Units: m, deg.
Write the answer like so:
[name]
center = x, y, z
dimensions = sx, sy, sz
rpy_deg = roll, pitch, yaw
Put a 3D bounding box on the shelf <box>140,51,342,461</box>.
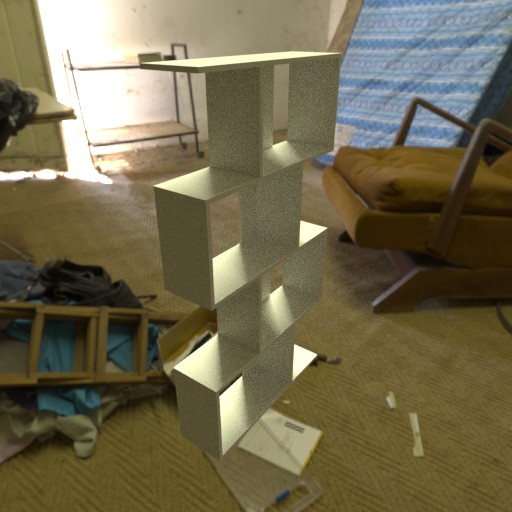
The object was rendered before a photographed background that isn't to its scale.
[shelf]
center = 0.000, 0.000, 2.014
dimensions = 0.250, 1.650, 0.890
rpy_deg = 19, 33, 32
